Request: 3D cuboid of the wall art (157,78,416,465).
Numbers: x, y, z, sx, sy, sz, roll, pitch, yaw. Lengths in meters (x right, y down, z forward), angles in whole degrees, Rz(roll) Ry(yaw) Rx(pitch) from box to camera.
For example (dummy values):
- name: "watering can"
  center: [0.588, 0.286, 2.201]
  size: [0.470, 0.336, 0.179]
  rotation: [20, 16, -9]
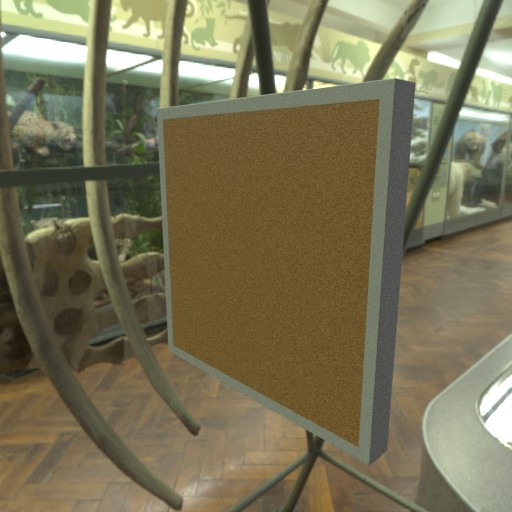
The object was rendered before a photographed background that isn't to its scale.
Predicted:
- name: "wall art"
  center: [0.000, 0.000, 0.604]
  size: [0.038, 0.406, 0.406]
  rotation: [-12, 18, -42]
